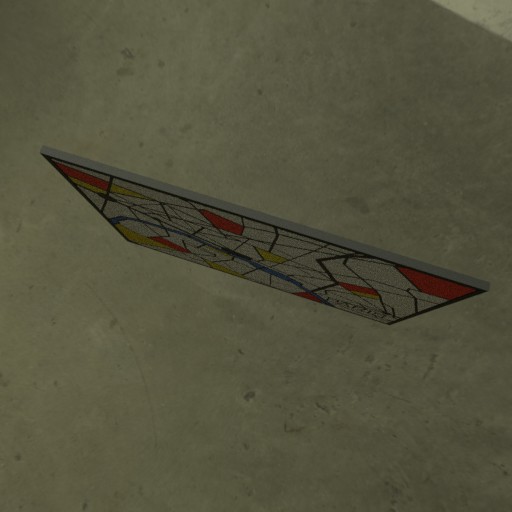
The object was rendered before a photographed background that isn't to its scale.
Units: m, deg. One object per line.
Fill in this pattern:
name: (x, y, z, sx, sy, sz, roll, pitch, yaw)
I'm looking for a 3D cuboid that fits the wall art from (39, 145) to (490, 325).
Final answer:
wall art: (0.000, 0.000, 0.847, 0.664, 0.458, 0.013, 18, 76, 4)
